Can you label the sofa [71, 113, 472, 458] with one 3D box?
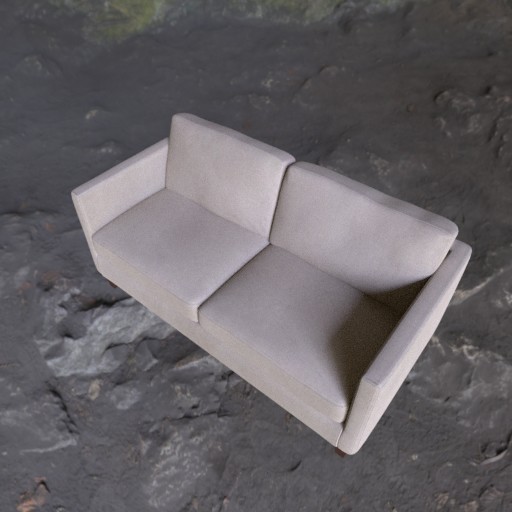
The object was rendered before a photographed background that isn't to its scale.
[{"bbox_3d":[0.000,0.000,2.365,1.846,0.940,0.950,30,52,26],"label":"sofa"}]
